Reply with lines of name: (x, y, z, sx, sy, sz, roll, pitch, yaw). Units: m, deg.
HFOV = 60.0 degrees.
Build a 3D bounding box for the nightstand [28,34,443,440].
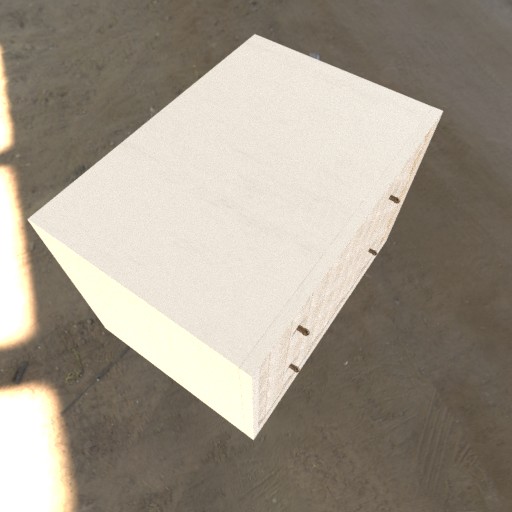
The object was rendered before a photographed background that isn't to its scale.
nightstand: (0.000, 0.000, 1.013, 0.447, 0.604, 0.614, 31, 63, 18)
